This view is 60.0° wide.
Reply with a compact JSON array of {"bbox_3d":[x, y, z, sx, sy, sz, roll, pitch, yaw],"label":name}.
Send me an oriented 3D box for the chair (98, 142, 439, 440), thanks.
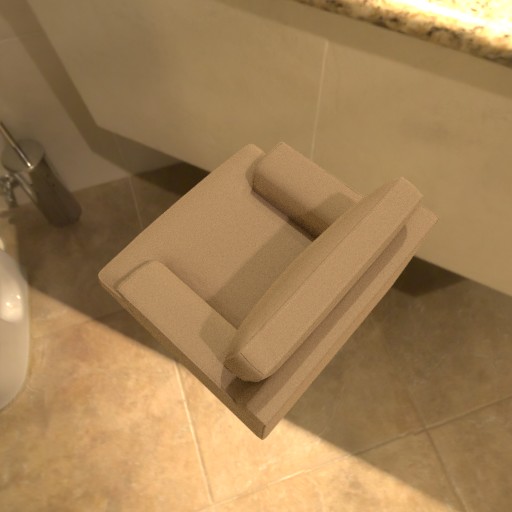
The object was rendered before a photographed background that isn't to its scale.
[{"bbox_3d":[0.000,0.000,2.164,1.274,1.005,1.293,32,68,15],"label":"chair"}]
